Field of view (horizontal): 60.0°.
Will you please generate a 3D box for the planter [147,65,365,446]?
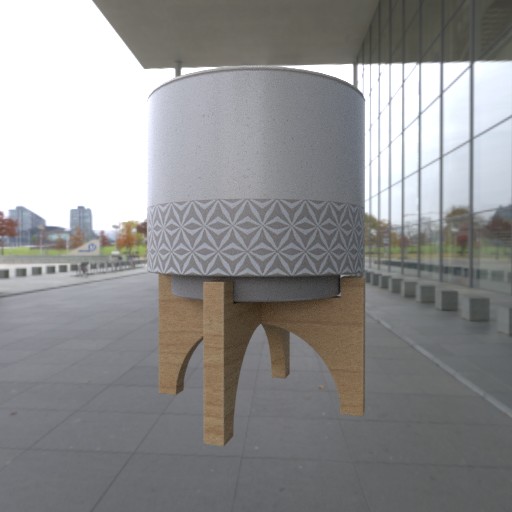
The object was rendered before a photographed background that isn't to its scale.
[{"bbox_3d":[0.000,0.000,0.520,0.249,0.343,0.249,0,1,0],"label":"planter"}]
